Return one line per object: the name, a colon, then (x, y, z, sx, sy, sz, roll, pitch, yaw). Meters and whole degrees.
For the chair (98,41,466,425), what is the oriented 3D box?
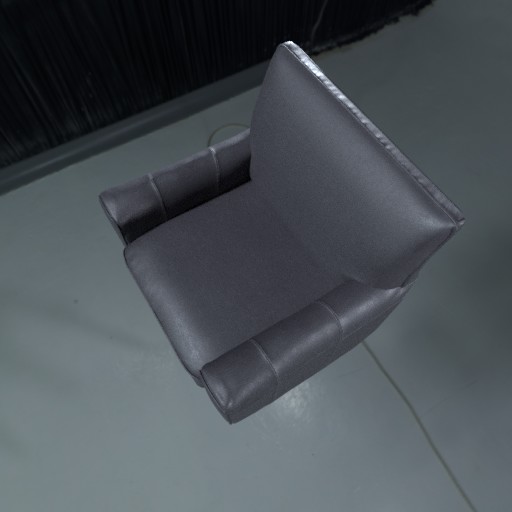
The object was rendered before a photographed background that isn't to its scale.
chair: (0.000, 0.000, 1.603, 0.825, 0.943, 0.870, -30, 67, -14)
